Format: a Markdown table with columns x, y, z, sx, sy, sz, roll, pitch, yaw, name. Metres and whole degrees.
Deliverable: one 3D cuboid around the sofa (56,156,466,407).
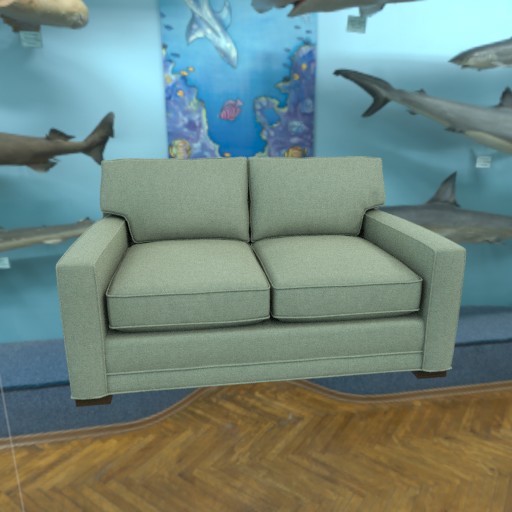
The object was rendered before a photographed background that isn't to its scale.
| x | y | z | sx | sy | sz | roll | pitch | yaw | name |
| --- | --- | --- | --- | --- | --- | --- | --- | --- | --- |
| 0.000 | 0.000 | 2.027 | 1.484 | 0.853 | 0.940 | -2 | 16 | -8 | sofa |
